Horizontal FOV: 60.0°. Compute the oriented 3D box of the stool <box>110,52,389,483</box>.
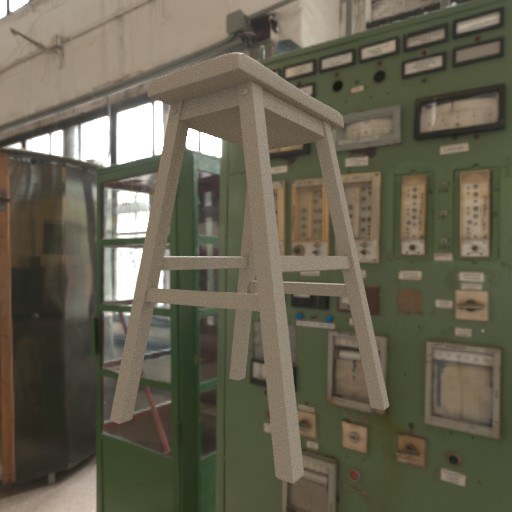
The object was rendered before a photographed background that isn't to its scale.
[{"bbox_3d":[0.000,0.000,1.039,0.476,0.737,0.457,0,0,36],"label":"stool"}]
